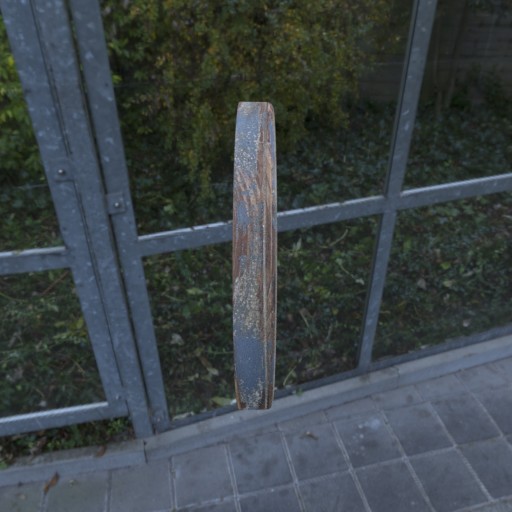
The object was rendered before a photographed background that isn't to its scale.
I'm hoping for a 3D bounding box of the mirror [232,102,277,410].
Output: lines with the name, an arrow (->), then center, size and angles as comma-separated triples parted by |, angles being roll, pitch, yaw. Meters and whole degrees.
mirror -> 0.000, 0.000, 0.891 | 0.061, 0.585, 0.585 | 0, 32, 0
